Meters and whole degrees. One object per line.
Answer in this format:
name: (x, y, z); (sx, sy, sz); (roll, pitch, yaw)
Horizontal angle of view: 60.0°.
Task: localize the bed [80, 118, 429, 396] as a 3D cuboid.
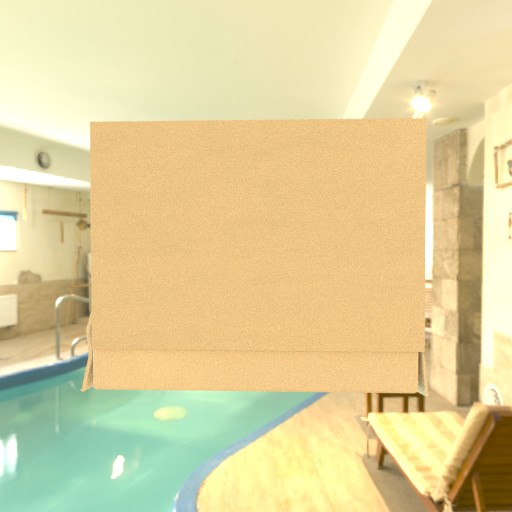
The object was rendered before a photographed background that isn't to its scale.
bed: (0.000, 0.000, 3.167); (1.745, 1.335, 2.094); (0, 1, 2)
